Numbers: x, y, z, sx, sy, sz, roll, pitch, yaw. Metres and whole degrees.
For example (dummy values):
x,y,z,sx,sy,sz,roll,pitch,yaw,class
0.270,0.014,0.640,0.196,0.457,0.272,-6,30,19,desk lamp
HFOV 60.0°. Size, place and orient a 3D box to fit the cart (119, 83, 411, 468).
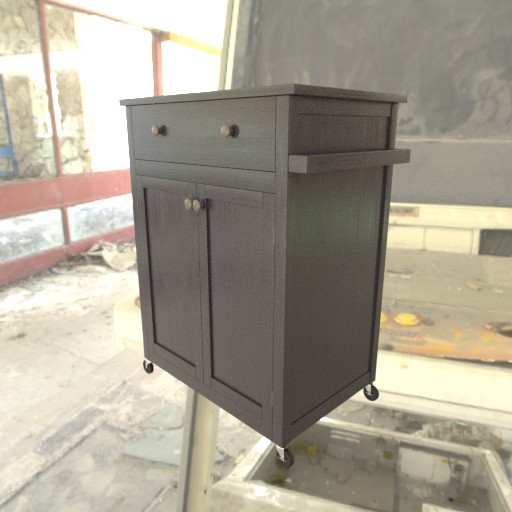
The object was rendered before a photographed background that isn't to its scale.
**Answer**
x,y,z,sx,sy,sz,roll,pitch,yaw,class
0.000,0.000,1.299,0.449,0.878,0.690,-15,22,-43,cart
